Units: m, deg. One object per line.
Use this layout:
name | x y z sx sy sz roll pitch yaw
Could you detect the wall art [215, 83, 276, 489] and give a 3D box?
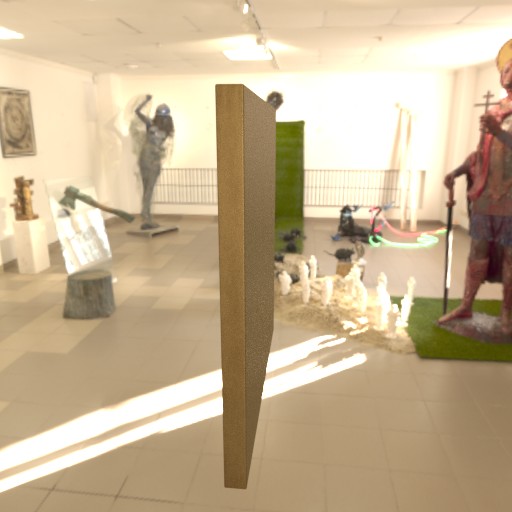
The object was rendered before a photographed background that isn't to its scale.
wall art | 0.000 0.000 0.765 0.030 0.506 0.503 2 16 6
